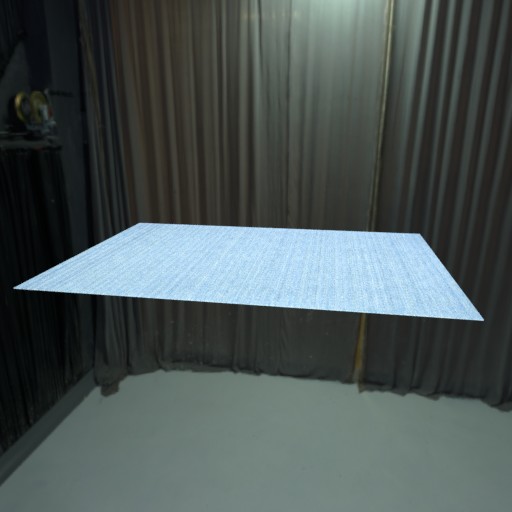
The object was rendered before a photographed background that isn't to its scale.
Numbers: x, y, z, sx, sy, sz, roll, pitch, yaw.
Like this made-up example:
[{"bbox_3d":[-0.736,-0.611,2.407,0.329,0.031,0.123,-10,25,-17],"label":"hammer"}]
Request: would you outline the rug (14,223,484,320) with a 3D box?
[{"bbox_3d":[0.000,0.000,3.617,2.895,0.006,1.982,3,17,9],"label":"rug"}]
